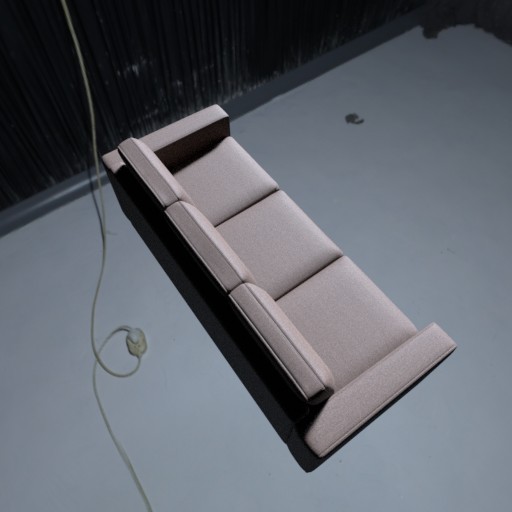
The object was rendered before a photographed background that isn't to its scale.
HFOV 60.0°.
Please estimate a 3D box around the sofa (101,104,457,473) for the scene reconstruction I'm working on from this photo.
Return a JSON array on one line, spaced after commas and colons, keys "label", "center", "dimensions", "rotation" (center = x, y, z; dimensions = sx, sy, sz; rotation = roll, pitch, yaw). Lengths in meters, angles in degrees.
[{"label": "sofa", "center": [0.000, 0.000, 2.613], "dimensions": [0.900, 0.806, 2.160], "rotation": [-31, 63, -18]}]
